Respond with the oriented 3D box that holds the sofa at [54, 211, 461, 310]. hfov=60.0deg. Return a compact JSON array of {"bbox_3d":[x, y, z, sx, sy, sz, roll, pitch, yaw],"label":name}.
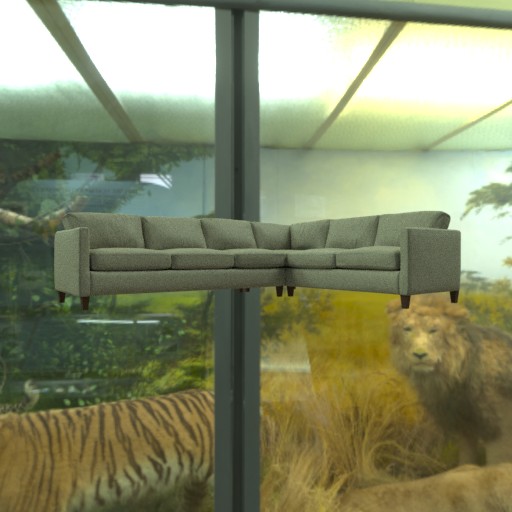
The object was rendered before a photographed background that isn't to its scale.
[{"bbox_3d":[0.000,0.000,4.483,3.302,0.947,2.593,0,0,-37],"label":"sofa"}]
